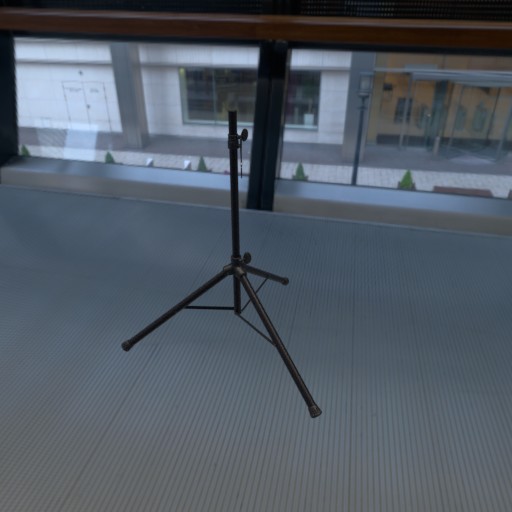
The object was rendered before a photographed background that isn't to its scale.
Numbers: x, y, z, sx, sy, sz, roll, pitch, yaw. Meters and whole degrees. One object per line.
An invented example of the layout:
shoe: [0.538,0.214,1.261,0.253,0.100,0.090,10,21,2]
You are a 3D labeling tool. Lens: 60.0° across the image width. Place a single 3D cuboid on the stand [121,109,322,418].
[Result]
stand: [0.000,0.000,1.861,1.045,1.136,0.907,-19,35,-29]
